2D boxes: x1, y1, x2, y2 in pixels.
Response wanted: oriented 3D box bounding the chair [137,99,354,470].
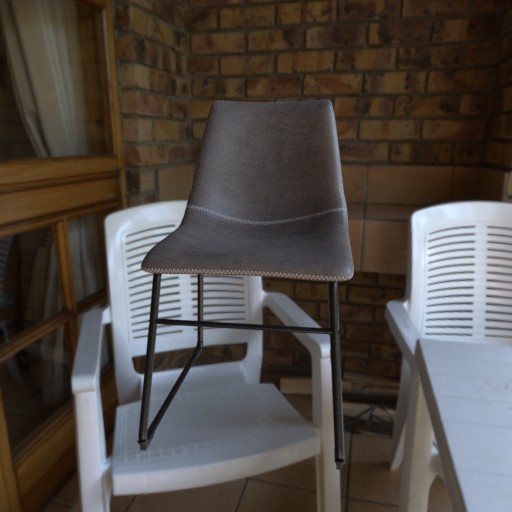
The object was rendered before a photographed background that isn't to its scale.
[{"bbox_3d":[0.000,0.000,1.116,0.460,0.780,0.550,2,15,8],"label":"chair"}]
